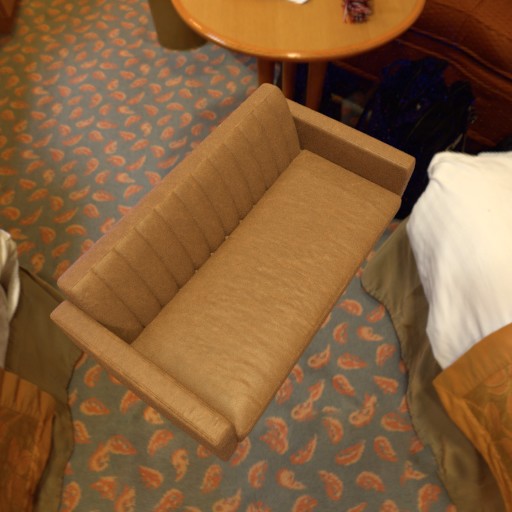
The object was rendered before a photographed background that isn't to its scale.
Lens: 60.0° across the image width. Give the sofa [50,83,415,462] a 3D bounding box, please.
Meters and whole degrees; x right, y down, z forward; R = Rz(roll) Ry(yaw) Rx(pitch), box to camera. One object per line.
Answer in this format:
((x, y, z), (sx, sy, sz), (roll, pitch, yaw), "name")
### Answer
((0.000, 0.000, 2.413), (0.993, 0.821, 1.847), (31, 64, 17), "sofa")
